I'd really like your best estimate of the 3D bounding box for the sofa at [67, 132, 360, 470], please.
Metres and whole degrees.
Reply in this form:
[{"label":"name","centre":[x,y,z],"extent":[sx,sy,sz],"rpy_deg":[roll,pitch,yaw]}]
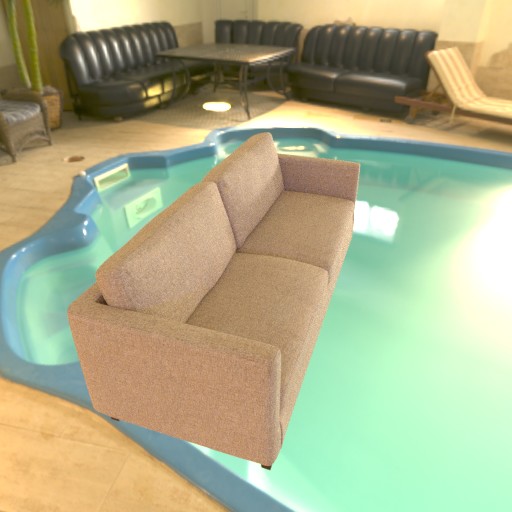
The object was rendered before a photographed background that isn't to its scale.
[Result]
[{"label":"sofa","centre":[0.000,0.000,2.721],"extent":[0.951,0.965,2.208],"rpy_deg":[10,33,16]}]
